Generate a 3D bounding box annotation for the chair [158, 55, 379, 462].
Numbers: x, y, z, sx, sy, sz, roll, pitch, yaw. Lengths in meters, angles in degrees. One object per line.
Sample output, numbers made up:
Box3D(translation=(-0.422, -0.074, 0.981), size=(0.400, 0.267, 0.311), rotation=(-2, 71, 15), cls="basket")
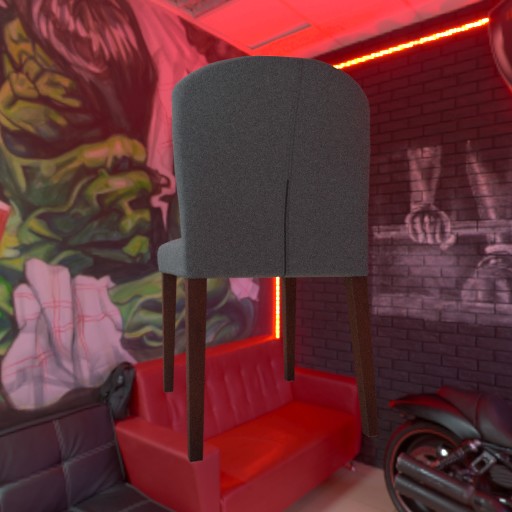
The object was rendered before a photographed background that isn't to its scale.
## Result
Box3D(translation=(0.000, 0.000, 1.200), size=(0.491, 0.839, 0.592), rotation=(0, 0, -18), cls="chair")
